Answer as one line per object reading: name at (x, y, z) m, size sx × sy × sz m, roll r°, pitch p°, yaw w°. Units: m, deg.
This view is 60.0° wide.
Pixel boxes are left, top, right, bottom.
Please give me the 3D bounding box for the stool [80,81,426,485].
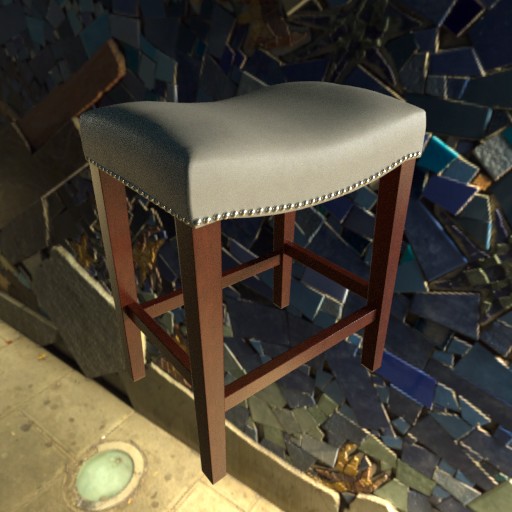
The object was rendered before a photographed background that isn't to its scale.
stool at (0.000, 0.000, 0.917) m, size 0.509 × 0.632 × 0.375 m, roll -21°, pitch 36°, yaw -33°
